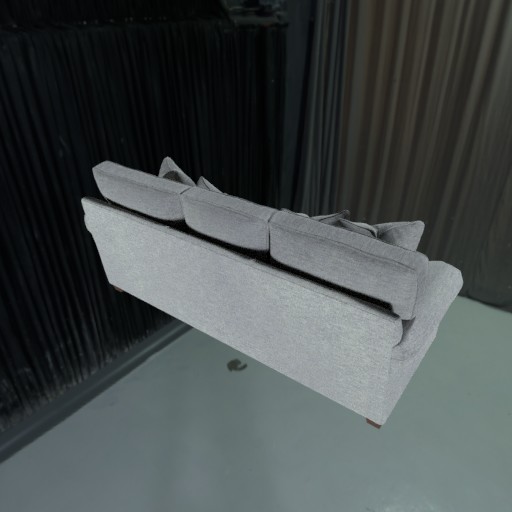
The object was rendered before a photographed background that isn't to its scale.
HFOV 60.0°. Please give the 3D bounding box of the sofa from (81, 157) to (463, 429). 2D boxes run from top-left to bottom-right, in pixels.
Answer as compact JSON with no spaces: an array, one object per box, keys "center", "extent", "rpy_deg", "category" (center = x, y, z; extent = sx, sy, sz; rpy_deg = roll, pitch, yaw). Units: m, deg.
[{"center":[0.000,0.000,2.809],"extent":[2.312,0.975,0.965],"rpy_deg":[21,36,31],"category":"sofa"}]
